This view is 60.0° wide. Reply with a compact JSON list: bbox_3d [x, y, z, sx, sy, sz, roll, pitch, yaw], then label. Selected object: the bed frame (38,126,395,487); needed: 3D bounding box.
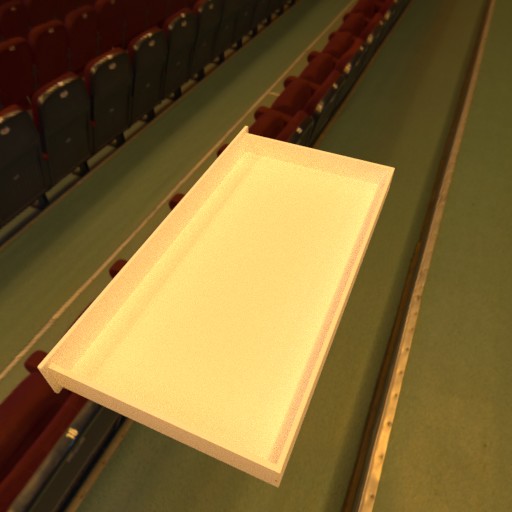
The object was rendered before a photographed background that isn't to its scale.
[{"bbox_3d":[0.000,0.000,1.514,0.670,0.141,1.300,18,49,16],"label":"bed frame"}]
